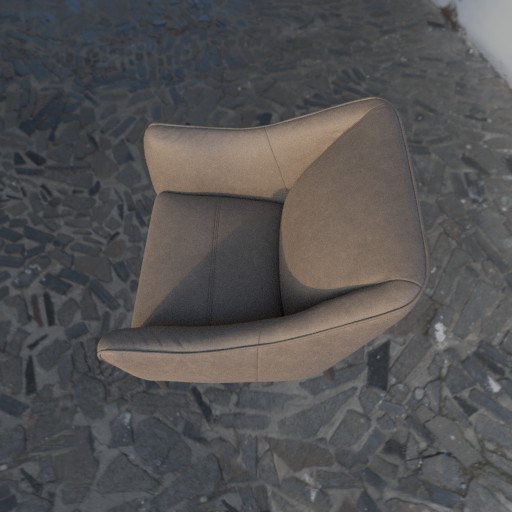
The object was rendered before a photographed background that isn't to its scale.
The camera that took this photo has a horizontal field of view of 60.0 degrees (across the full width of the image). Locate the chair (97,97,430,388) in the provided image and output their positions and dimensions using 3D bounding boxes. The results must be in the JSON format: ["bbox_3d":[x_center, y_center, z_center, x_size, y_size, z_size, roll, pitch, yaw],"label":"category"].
[{"bbox_3d":[0.000,0.000,1.531,0.852,0.830,0.871,1,59,1],"label":"chair"}]
